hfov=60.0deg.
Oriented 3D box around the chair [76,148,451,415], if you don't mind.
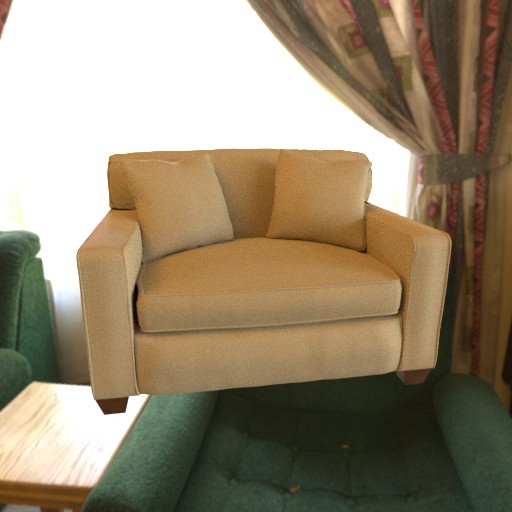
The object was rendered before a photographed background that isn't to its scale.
[{"bbox_3d":[0.000,0.000,2.053,1.383,0.948,1.000,-3,16,-9],"label":"chair"}]
